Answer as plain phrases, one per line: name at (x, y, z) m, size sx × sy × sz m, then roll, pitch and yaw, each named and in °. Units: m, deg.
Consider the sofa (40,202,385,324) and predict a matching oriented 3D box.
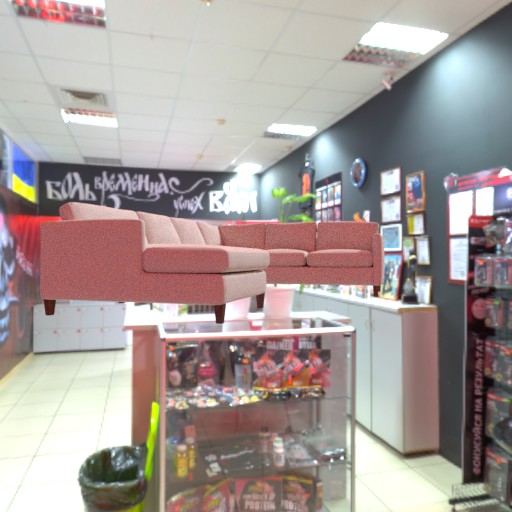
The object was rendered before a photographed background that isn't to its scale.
sofa at (0.000, 0.000, 4.765) m, size 2.593 × 0.956 × 3.459 m, roll 0°, pitch 0°, yaw 17°
